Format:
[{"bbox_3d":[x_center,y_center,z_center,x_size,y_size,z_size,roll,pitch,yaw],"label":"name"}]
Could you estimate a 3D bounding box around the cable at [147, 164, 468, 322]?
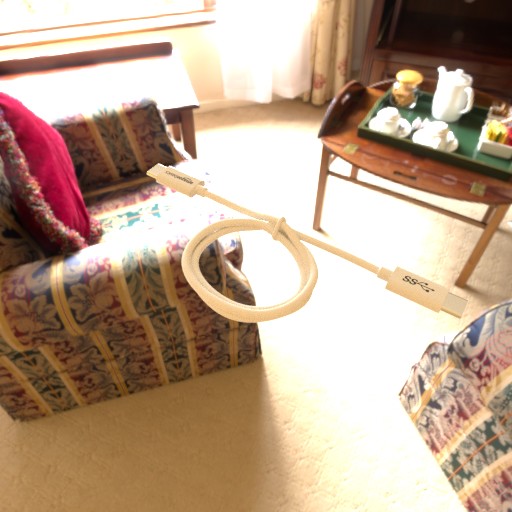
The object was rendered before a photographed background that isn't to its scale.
[{"bbox_3d":[0.000,0.000,0.214,0.186,0.014,0.070,26,52,22],"label":"cable"}]
